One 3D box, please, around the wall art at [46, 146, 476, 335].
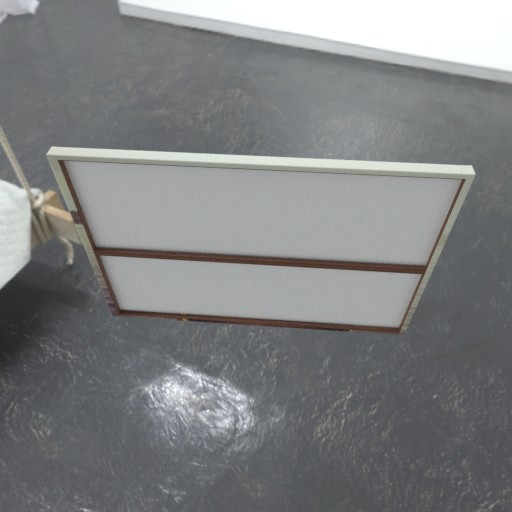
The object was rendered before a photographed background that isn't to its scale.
[{"bbox_3d":[0.000,0.000,1.474,1.149,0.765,0.040,3,47,3],"label":"wall art"}]
